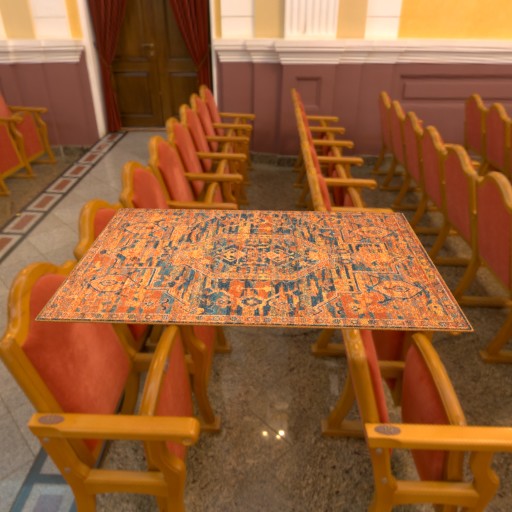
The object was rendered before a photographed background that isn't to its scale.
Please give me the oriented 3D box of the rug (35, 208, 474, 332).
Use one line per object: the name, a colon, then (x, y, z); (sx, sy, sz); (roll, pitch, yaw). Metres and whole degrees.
rug: (0.000, 0.000, 1.109); (0.863, 0.008, 0.557); (1, 30, 2)
